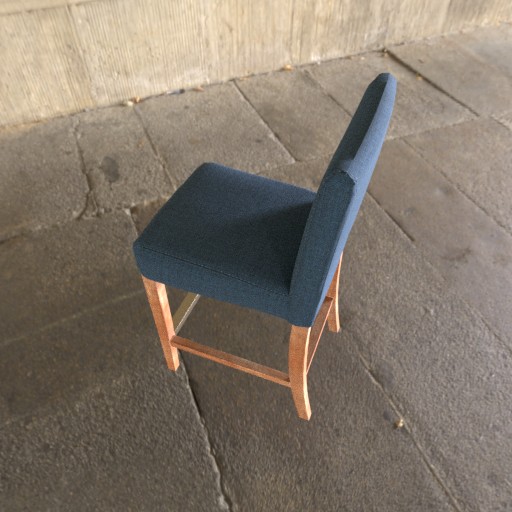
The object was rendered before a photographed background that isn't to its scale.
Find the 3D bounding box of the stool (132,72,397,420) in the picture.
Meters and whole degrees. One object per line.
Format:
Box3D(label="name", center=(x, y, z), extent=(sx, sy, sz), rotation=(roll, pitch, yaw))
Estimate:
Box3D(label="stool", center=(0.000, 0.000, 1.336), extent=(0.567, 1.039, 0.454), rotation=(17, 50, 15))
